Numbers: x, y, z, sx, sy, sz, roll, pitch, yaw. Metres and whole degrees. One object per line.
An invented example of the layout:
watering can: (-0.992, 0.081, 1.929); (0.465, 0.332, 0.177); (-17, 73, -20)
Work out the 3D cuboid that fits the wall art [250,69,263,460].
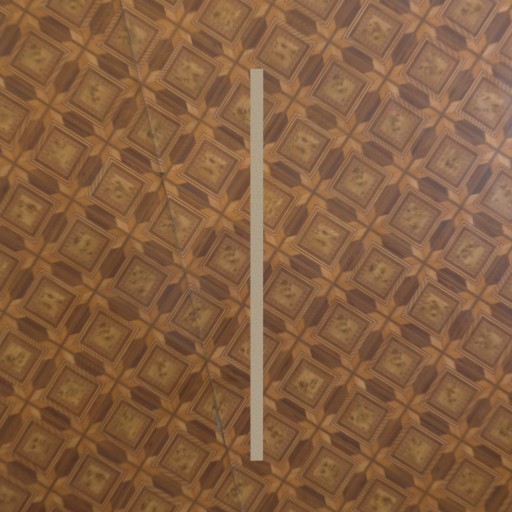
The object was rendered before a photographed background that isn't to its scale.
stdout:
wall art: (0.000, 0.000, 0.603); (0.010, 0.474, 0.325); (0, 93, 0)
